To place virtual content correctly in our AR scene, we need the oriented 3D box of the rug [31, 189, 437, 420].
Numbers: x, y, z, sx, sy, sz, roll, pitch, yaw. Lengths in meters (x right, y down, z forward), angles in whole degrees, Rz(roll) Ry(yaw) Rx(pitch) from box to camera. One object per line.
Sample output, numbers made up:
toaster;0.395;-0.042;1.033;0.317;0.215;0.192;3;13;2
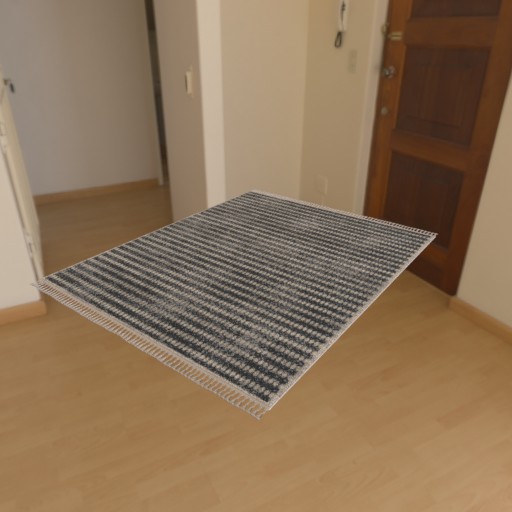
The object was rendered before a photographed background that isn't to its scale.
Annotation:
rug;0.000;0.000;3.895;2.256;0.013;2.910;19;33;33
